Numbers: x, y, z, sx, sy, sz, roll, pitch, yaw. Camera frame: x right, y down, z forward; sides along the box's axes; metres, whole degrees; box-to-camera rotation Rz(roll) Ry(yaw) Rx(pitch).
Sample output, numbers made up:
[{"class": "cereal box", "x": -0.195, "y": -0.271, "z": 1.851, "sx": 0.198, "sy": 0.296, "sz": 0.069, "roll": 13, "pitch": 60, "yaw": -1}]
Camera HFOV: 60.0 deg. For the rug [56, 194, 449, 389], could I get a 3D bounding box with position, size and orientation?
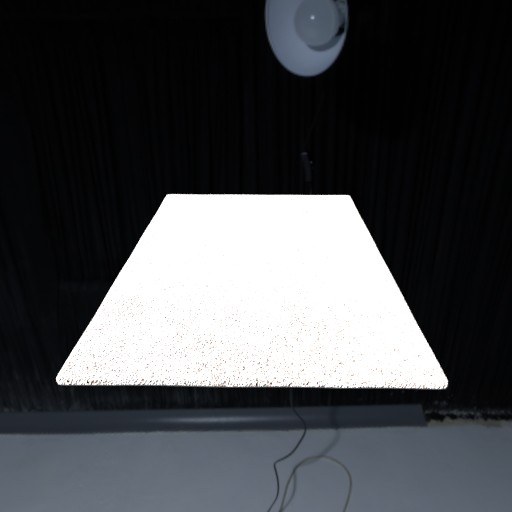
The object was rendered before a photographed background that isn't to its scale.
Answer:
[{"class": "rug", "x": 0.000, "y": 0.000, "z": 2.159, "sx": 1.219, "sy": 0.030, "sz": 1.778, "roll": 0, "pitch": 27, "yaw": 1}]
